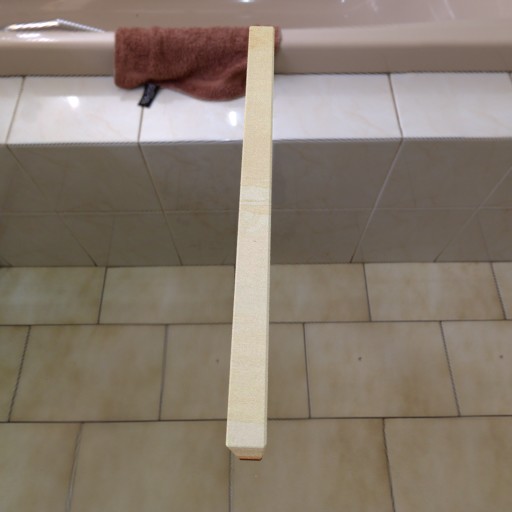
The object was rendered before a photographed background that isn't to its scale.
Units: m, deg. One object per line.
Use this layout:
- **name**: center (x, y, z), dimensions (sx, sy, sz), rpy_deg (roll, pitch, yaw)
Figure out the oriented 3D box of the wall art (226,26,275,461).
- **wall art**: center (0.000, 0.000, 0.745), dimensions (0.040, 0.402, 0.613), rpy_deg (2, 64, 1)
